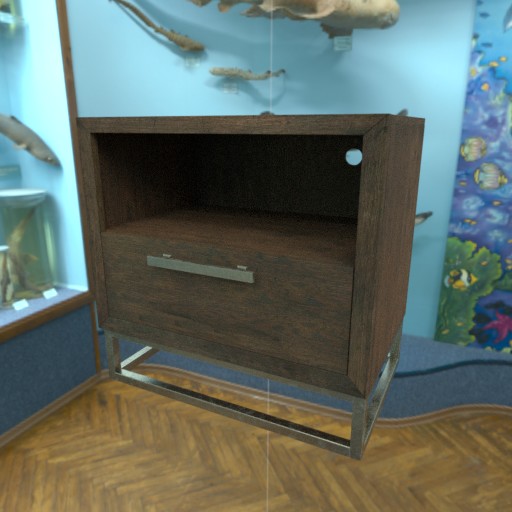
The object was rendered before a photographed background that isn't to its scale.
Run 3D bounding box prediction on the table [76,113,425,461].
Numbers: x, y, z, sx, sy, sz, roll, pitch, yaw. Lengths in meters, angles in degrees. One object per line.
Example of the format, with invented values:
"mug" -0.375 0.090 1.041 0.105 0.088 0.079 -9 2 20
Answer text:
"table" 0.000 0.000 1.251 0.767 0.746 0.542 8 18 26
